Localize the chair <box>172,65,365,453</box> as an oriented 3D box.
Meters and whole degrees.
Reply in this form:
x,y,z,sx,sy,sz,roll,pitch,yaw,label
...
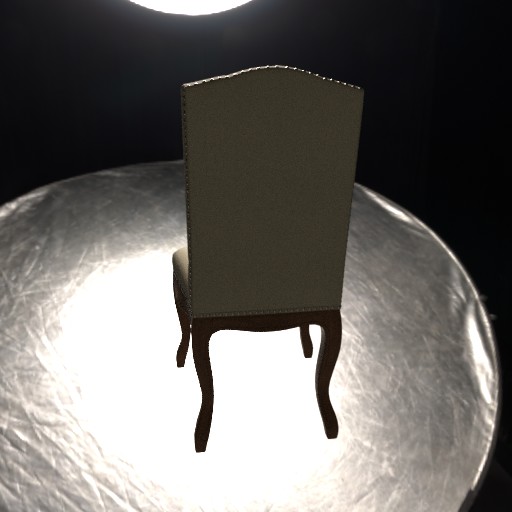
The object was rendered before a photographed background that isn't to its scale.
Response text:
x,y,z,sx,sy,sz,roll,pitch,yaw,label
0.000,0.000,1.569,0.623,1.165,0.715,-2,15,-8,chair
